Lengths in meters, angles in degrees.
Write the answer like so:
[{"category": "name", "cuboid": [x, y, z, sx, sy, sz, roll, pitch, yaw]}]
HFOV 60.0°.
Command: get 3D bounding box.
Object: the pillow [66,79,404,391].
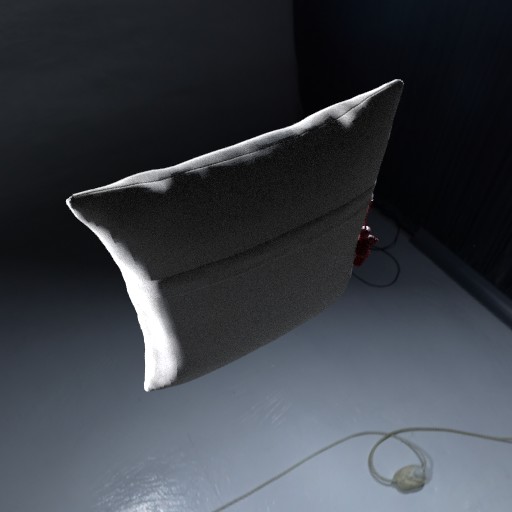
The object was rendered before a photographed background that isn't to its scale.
[{"category": "pillow", "cuboid": [0.000, 0.000, 0.657, 0.433, 0.436, 0.173, -26, 53, -21]}]
